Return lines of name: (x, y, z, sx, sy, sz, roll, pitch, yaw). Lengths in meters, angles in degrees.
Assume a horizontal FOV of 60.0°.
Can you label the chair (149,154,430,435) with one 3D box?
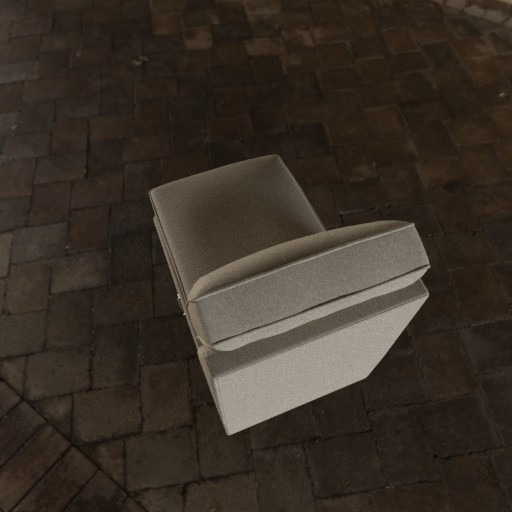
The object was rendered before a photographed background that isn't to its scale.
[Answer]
chair: (0.000, 0.000, 1.733, 0.674, 1.058, 1.020, -19, 60, -11)
